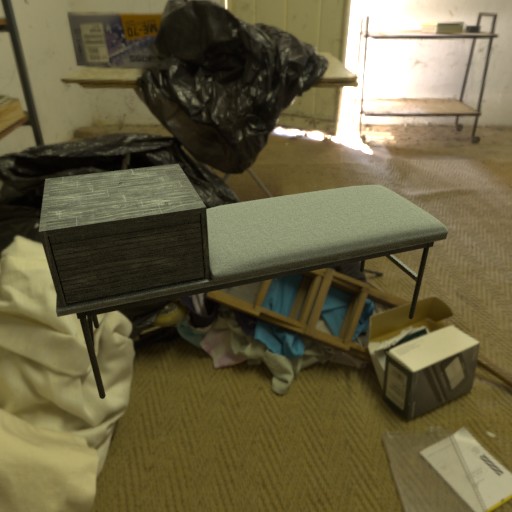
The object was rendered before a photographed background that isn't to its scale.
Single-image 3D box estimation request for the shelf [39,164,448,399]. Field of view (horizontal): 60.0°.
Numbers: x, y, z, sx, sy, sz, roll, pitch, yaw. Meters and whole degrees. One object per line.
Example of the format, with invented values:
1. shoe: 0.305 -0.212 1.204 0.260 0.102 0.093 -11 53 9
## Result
1. shelf: 0.000 0.000 1.644 1.342 0.633 0.457 -11 32 -17
